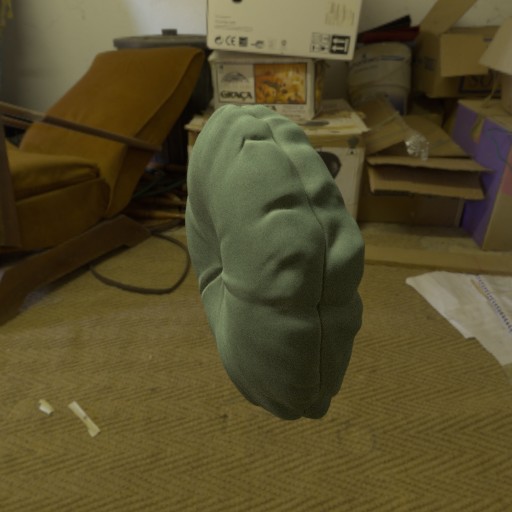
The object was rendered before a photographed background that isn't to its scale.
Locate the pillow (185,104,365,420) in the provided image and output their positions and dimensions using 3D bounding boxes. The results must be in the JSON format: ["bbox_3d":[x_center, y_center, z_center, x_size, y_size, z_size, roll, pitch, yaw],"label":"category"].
[{"bbox_3d":[0.000,0.000,0.625,0.148,0.407,0.428,-10,31,-17],"label":"pillow"}]
